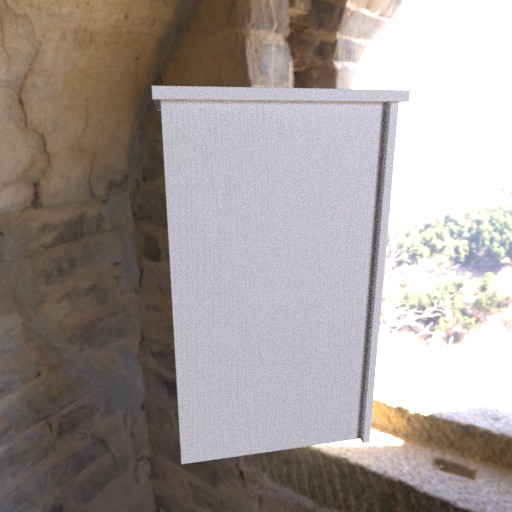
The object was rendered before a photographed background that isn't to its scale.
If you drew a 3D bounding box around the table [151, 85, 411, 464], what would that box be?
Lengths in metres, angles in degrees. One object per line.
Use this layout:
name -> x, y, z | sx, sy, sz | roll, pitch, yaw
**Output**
table -> 0.000, 0.000, 0.943 | 0.381, 0.635, 0.480 | -3, 17, -11
